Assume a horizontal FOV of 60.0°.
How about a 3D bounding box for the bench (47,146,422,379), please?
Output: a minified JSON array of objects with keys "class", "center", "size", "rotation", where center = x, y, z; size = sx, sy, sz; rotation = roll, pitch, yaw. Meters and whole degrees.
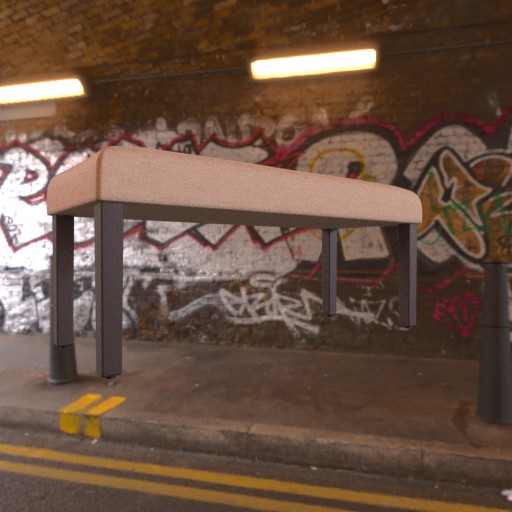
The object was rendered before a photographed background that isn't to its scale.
[{"class":"bench","center":[0.000,0.000,1.253],"size":[1.013,0.456,0.407],"rotation":[0,0,-37]}]
